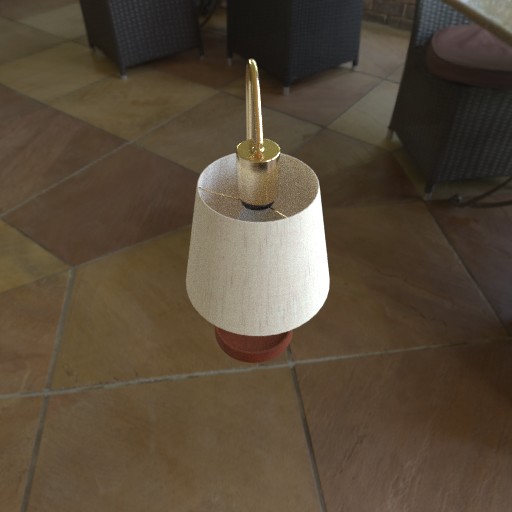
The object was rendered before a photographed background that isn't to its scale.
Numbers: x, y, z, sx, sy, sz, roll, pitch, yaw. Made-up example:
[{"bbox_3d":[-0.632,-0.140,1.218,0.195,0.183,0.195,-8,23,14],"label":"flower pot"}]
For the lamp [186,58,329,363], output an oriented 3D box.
[{"bbox_3d":[0.000,0.000,0.669,0.211,0.536,0.273,-3,45,-3],"label":"lamp"}]
